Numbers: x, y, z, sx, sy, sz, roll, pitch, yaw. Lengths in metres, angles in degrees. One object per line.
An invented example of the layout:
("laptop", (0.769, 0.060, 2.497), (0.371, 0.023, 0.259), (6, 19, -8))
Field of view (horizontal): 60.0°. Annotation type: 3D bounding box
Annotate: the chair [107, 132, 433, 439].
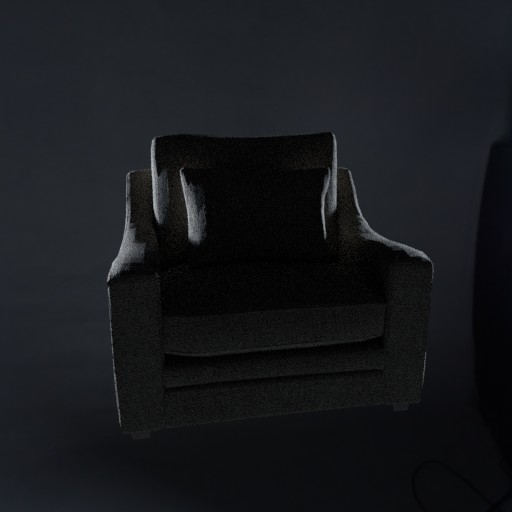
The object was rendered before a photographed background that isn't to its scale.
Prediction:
("chair", (0.000, 0.000, 1.935), (1.138, 1.037, 1.009), (-3, 16, -9))
